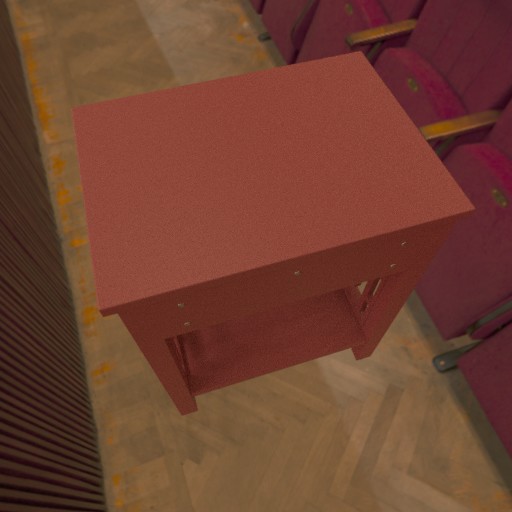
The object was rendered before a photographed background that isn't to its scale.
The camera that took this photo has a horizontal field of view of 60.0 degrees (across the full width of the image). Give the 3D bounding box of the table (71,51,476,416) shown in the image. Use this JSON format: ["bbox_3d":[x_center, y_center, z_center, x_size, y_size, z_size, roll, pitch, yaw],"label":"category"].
[{"bbox_3d":[0.000,0.000,1.067,0.599,0.686,0.451,-15,59,-9],"label":"table"}]
